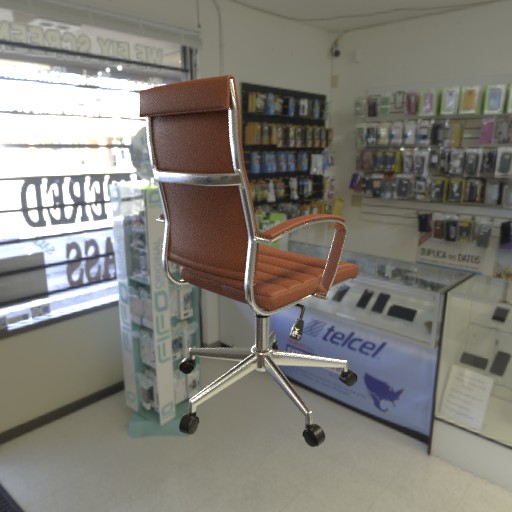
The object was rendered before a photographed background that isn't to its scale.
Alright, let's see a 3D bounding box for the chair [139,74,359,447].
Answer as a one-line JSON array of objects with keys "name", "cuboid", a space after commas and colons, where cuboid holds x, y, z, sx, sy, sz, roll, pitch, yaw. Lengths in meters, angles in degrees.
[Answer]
[{"name": "chair", "cuboid": [0.000, 0.000, 1.645, 0.739, 1.149, 0.766, -13, 19, -43]}]
